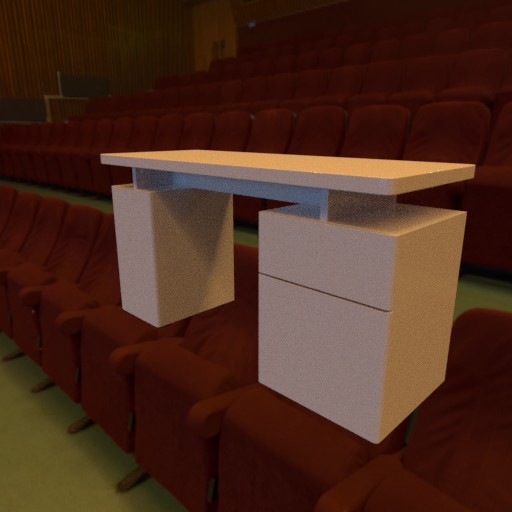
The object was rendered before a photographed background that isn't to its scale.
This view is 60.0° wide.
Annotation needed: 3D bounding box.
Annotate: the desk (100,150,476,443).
[{"bbox_3d":[0.000,0.000,1.769,1.400,0.762,0.550,15,22,42],"label":"desk"}]
